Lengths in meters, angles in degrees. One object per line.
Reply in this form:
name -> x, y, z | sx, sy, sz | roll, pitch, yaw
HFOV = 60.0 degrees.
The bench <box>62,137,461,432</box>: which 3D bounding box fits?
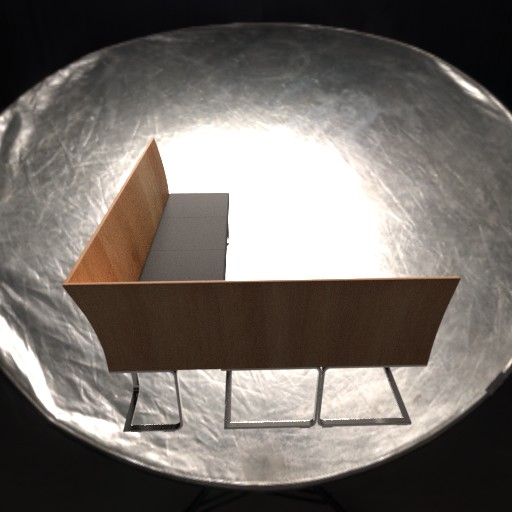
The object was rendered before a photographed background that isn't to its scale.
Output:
bench -> 0.000, 0.000, 2.731 | 1.495, 0.930, 1.945 | -1, 31, -1
